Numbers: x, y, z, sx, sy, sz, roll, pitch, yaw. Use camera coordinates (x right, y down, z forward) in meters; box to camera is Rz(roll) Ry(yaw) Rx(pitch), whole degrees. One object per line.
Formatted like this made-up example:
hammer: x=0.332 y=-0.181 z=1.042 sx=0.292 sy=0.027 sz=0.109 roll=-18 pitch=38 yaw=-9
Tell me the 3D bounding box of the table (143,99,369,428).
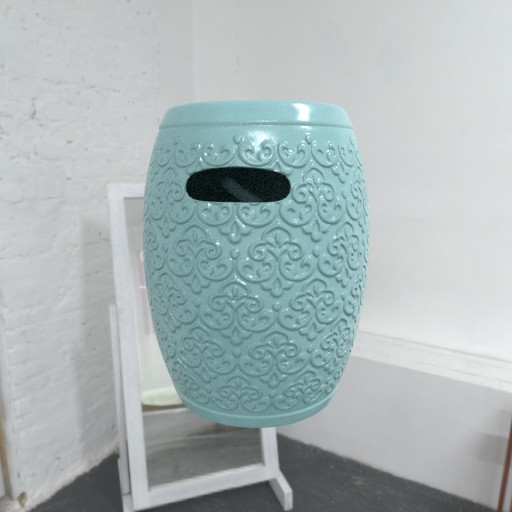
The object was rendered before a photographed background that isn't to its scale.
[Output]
table: x=0.000 y=0.000 z=0.628 sx=0.309 sy=0.397 sz=0.309 roll=0 pitch=13 yaw=0
